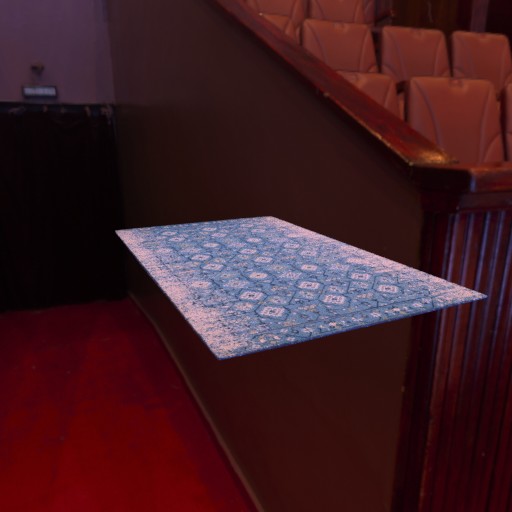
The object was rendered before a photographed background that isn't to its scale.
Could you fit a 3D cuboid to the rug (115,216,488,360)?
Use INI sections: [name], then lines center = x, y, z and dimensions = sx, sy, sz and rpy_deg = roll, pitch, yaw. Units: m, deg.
[rug]
center = 0.000, 0.000, 2.226
dimensions = 1.102, 0.008, 1.795
rpy_deg = -8, 18, -25
